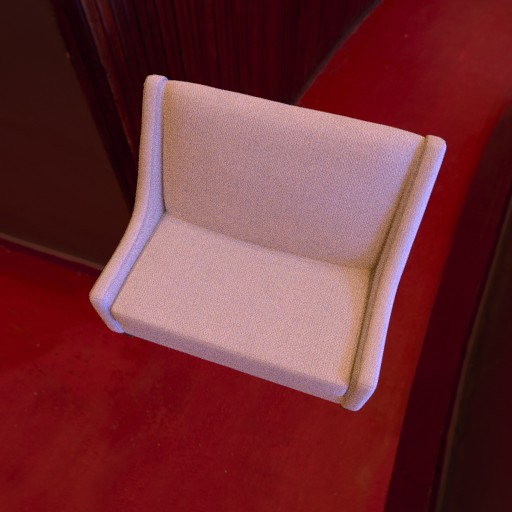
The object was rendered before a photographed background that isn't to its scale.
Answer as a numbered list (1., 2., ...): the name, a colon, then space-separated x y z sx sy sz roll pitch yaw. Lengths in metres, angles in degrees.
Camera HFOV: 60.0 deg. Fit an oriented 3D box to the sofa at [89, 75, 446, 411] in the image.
1. sofa: 0.000 0.000 1.952 1.242 1.022 0.870 16 59 10
